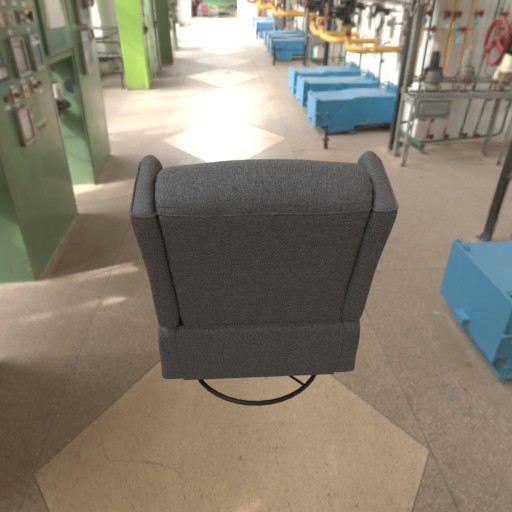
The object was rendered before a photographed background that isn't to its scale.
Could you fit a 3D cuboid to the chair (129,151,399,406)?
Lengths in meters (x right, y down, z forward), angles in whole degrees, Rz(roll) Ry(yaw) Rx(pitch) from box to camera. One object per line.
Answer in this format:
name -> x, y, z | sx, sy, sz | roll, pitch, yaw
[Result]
chair -> 0.000, 0.000, 1.705 | 0.847, 1.011, 0.969 | -2, 31, -3
